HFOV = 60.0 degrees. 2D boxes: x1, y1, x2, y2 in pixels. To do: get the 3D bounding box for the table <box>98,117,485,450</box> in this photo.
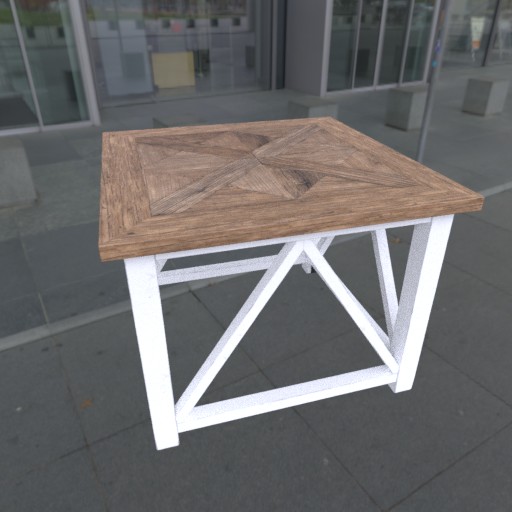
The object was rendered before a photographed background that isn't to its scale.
[{"bbox_3d":[0.000,0.000,1.178,0.700,0.532,0.700,-8,31,-14],"label":"table"}]
